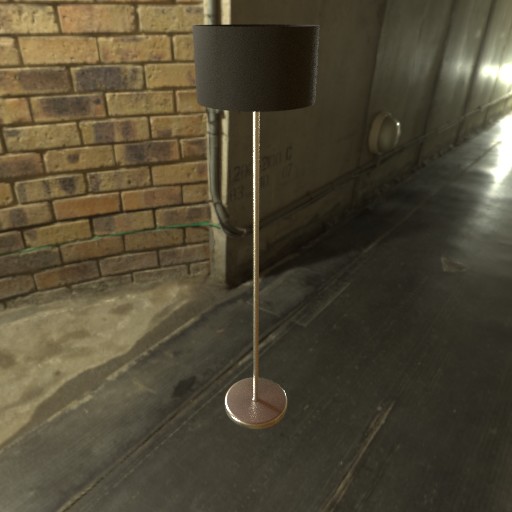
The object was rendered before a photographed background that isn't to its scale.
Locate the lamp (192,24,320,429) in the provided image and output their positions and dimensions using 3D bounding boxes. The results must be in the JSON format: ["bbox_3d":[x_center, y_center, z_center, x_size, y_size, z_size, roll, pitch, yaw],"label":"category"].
[{"bbox_3d":[0.000,0.000,1.563,0.348,1.443,0.348,-1,28,-1],"label":"lamp"}]
